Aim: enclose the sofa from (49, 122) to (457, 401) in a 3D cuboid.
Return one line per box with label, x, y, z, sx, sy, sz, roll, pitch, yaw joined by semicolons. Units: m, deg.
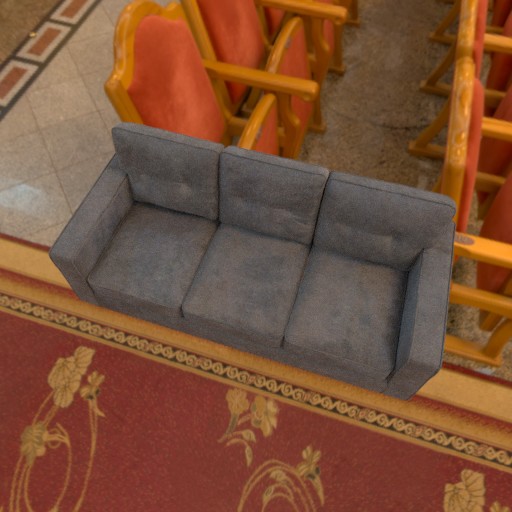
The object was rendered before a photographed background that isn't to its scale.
sofa;0.000;0.000;2.613;2.133;0.965;0.939;15;59;9
